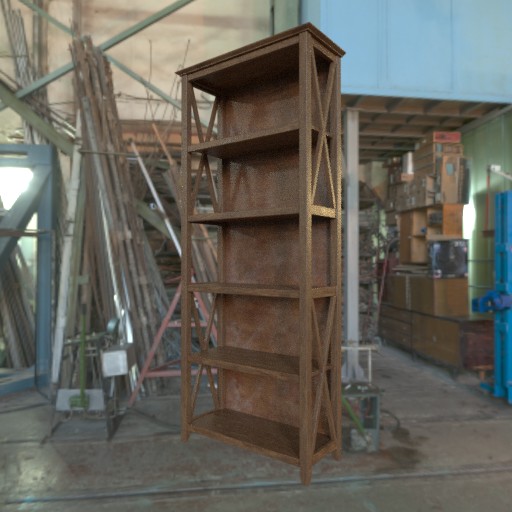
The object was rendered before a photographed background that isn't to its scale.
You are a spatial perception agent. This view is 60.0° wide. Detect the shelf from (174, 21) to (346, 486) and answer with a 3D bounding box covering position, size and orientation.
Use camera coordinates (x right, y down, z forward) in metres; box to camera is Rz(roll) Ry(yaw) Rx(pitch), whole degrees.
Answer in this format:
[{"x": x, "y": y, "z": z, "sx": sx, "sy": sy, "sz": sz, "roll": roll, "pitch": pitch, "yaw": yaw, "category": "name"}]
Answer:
[{"x": 0.000, "y": 0.000, "z": 2.174, "sx": 0.805, "sy": 1.905, "sz": 0.335, "roll": 0, "pitch": -1, "yaw": 37, "category": "shelf"}]
